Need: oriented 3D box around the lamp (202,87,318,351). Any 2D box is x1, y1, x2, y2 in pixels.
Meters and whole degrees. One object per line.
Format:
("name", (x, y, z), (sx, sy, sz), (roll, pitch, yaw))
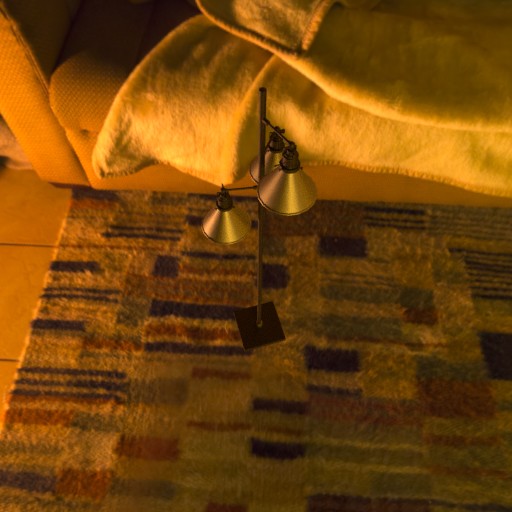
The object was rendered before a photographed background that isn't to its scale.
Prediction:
("lamp", (0.000, 0.000, 1.948), (0.415, 1.716, 0.428), (-14, 60, -9))
